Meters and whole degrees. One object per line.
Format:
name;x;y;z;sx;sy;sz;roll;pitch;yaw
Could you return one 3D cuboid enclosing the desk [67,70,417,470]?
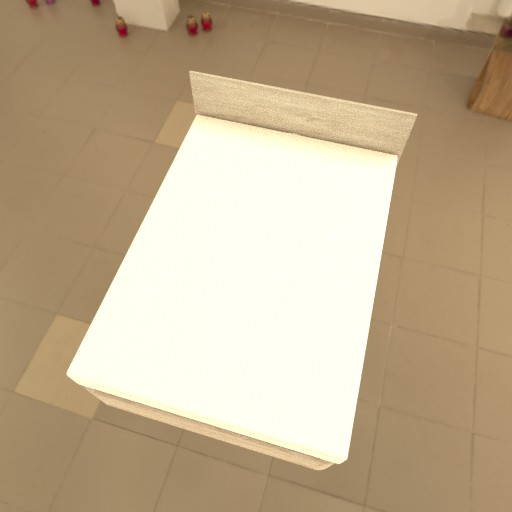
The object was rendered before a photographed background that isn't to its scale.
desk;0.000;0.000;2.549;1.400;0.800;1.900;14;61;8
